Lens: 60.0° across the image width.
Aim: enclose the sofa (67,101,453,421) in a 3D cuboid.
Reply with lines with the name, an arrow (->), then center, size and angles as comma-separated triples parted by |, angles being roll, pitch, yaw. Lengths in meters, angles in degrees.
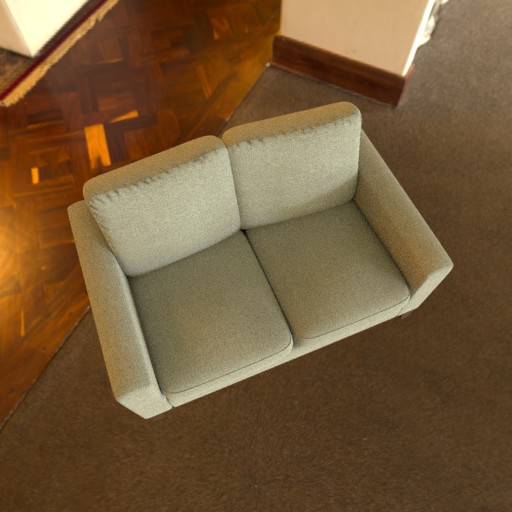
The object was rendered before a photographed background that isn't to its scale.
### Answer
sofa -> 0.000, 0.000, 1.996 | 1.420, 0.873, 0.917 | -20, 64, -10
